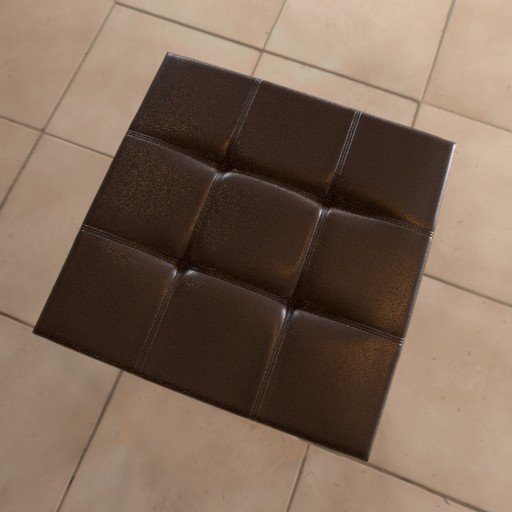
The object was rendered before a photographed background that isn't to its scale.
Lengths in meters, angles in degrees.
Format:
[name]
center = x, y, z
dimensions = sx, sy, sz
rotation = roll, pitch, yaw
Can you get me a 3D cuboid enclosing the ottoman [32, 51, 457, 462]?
[ottoman]
center = 0.000, 0.000, 1.234
dimensions = 0.788, 0.460, 0.787
rotation = 19, 77, 5
